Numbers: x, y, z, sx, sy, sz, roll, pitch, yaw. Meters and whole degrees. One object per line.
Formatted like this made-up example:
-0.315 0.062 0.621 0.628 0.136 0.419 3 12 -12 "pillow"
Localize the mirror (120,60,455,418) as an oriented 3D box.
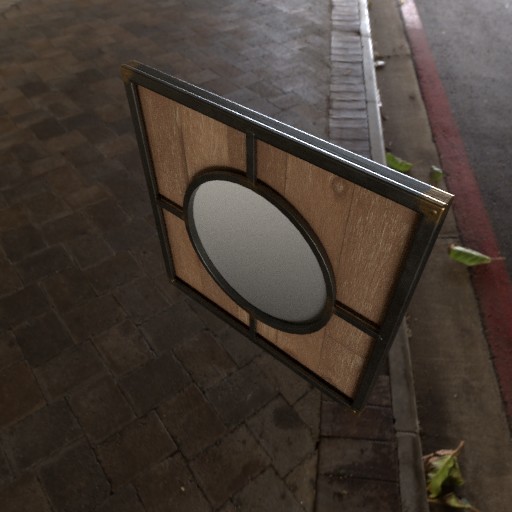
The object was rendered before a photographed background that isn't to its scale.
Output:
0.000 0.000 0.558 0.382 0.381 0.020 31 54 26 "mirror"
